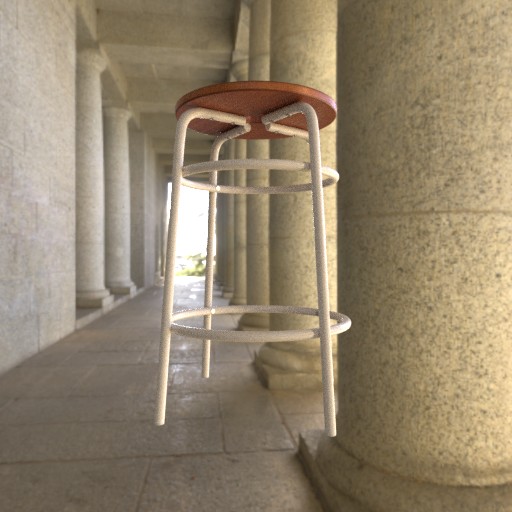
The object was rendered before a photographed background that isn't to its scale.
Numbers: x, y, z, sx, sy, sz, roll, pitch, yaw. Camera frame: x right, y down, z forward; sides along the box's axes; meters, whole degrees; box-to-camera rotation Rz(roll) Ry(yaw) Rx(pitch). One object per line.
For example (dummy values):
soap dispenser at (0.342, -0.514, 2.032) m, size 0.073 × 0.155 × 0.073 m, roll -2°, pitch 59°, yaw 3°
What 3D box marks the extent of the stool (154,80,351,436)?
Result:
stool at (0.000, 0.000, 0.935) m, size 0.455 × 0.610 × 0.455 m, roll 0°, pitch 0°, yaw -36°
